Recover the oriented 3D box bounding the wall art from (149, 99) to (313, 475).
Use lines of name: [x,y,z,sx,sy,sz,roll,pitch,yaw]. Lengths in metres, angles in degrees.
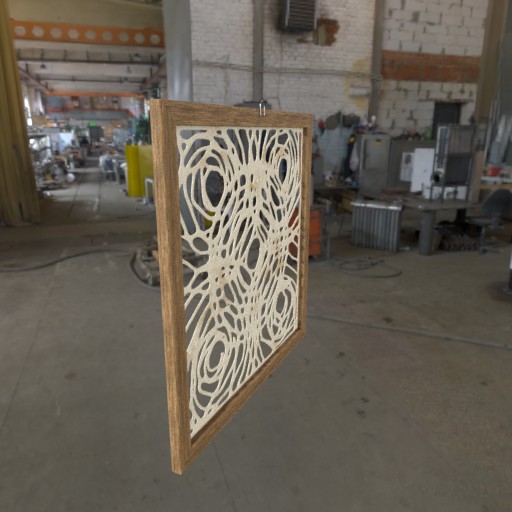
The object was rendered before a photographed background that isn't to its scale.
wall art: [0.000,0.000,0.866,0.021,0.576,0.561,8,17,25]
